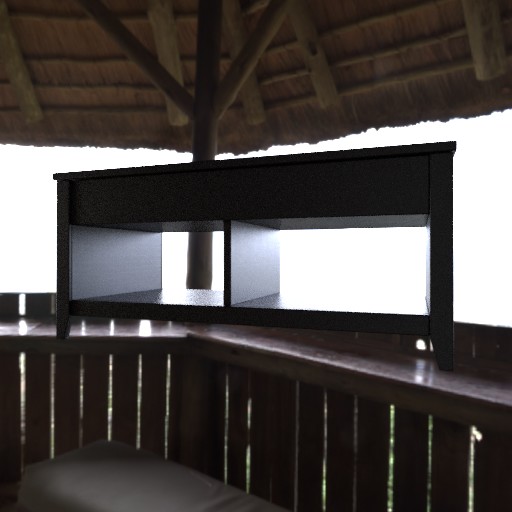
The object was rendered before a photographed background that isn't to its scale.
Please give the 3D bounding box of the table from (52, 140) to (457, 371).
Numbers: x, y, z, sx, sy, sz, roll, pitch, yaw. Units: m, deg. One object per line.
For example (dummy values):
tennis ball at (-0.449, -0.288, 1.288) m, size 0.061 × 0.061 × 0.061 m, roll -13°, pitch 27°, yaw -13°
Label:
table at (0.000, 0.000, 1.270) m, size 1.016 × 0.457 × 0.483 m, roll 0°, pitch 0°, yaw 20°
